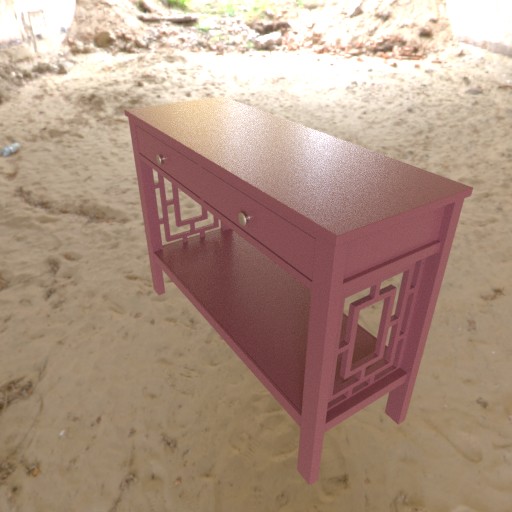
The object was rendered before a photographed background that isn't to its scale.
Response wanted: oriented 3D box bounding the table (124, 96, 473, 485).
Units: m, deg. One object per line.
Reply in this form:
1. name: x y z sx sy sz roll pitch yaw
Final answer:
1. table: 0.000 0.000 1.420 0.397 0.753 1.068 -19 36 -28
